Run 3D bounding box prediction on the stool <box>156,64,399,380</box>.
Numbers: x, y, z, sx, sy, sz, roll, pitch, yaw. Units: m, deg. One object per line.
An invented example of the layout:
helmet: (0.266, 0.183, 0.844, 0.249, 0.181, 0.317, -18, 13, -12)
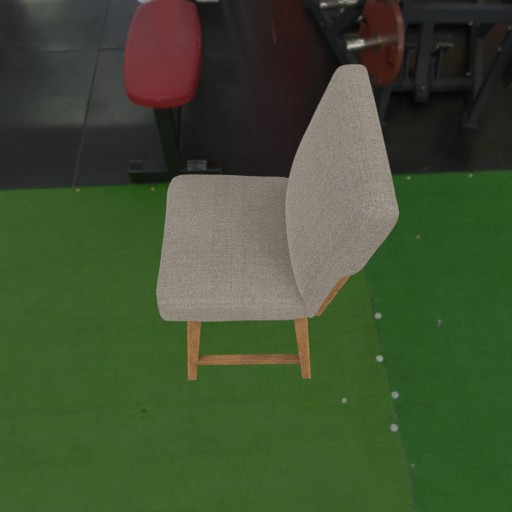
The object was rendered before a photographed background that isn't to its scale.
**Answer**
stool: (0.000, 0.000, 1.327, 0.526, 1.010, 0.459, -1, 59, 0)
